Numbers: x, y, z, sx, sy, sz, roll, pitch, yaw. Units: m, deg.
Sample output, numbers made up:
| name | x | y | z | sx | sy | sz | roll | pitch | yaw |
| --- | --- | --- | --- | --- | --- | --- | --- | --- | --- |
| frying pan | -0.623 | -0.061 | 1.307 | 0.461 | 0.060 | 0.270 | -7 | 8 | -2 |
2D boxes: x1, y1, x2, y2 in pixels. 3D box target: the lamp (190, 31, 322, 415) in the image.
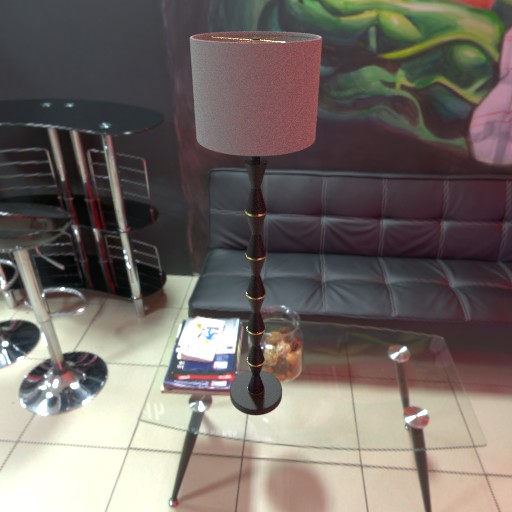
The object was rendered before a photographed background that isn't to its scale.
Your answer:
| name | x | y | z | sx | sy | sz | roll | pitch | yaw |
| --- | --- | --- | --- | --- | --- | --- | --- | --- | --- |
| lamp | 0.000 | 0.000 | 1.662 | 0.381 | 1.480 | 0.381 | 21 | 37 | 31 |
